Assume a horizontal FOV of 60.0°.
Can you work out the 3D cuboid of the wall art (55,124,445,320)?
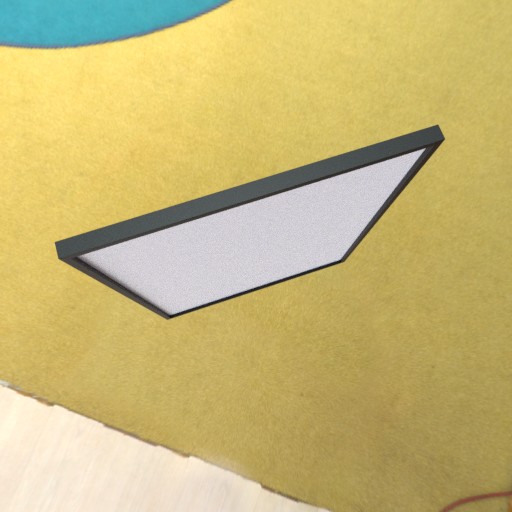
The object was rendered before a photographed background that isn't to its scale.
[{"bbox_3d":[0.000,0.000,1.395,0.802,1.070,0.036,-18,76,-4],"label":"wall art"}]
